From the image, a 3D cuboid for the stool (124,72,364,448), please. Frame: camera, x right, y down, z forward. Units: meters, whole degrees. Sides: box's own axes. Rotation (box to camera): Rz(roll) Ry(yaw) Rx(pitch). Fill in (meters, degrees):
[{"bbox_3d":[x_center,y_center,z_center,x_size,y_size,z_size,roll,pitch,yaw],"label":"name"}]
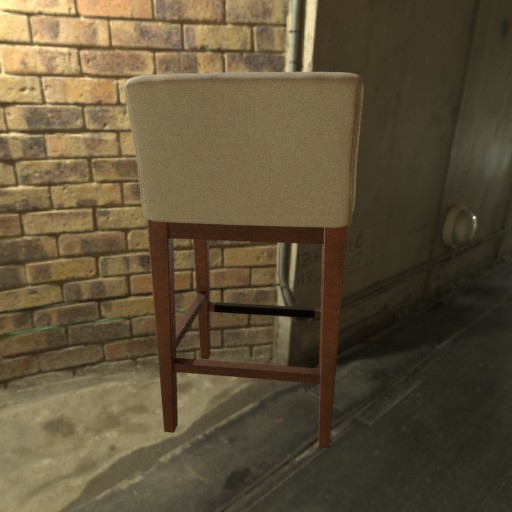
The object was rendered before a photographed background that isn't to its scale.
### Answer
[{"bbox_3d":[0.000,0.000,1.263,0.511,0.937,0.500,2,18,8],"label":"stool"}]
